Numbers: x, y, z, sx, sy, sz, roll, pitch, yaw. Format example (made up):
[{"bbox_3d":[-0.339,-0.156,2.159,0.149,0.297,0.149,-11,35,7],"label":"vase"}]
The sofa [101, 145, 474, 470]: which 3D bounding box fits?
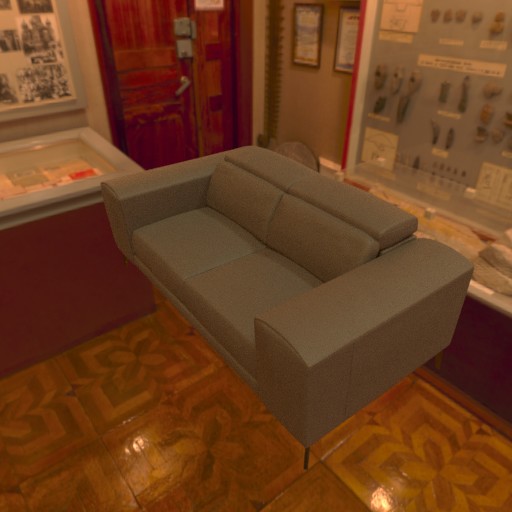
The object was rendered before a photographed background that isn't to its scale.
[{"bbox_3d":[0.000,0.000,2.423,1.003,0.779,1.895,-22,39,-30],"label":"sofa"}]
